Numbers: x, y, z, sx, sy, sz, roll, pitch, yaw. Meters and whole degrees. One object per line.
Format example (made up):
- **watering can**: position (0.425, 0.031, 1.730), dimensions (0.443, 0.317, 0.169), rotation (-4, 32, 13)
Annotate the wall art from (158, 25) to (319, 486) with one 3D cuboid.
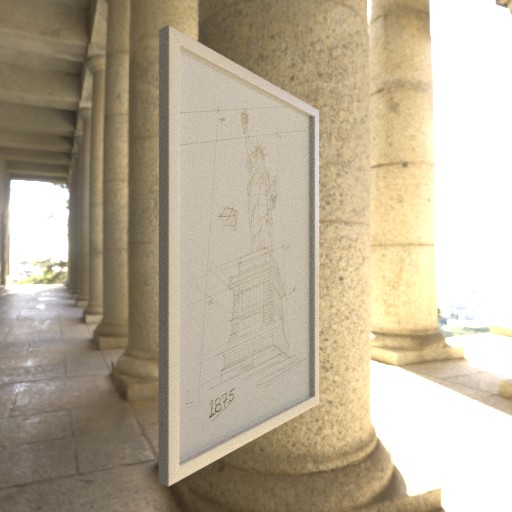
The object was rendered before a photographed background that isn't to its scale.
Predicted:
- **wall art**: position (0.000, 0.000, 1.010), dimensions (0.026, 0.813, 0.556), rotation (0, 0, 36)
